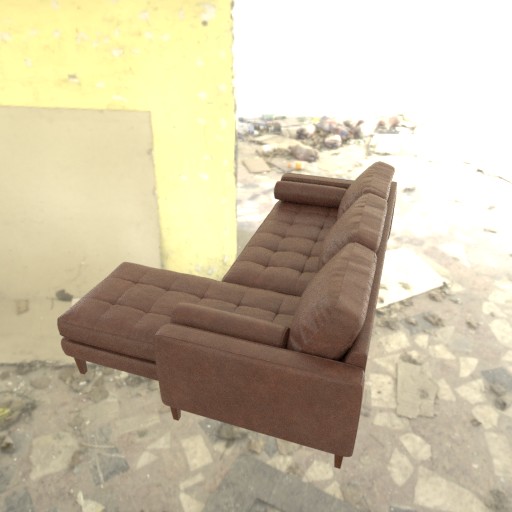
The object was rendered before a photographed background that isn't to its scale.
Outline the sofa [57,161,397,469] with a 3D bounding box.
[{"bbox_3d":[0.000,0.000,2.885,1.613,0.841,2.185,10,32,16],"label":"sofa"}]
